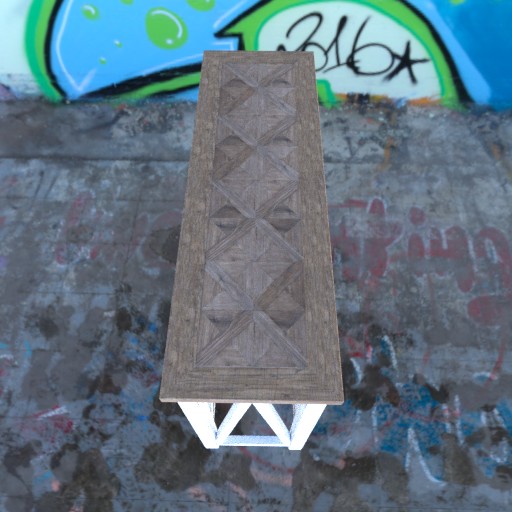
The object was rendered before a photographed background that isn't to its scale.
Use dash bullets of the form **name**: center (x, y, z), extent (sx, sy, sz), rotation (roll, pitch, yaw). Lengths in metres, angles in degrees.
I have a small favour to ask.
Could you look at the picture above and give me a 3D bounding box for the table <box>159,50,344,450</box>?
- **table**: center (0.000, 0.000, 1.841), extent (0.450, 0.930, 1.400), rotation (1, 58, 0)
